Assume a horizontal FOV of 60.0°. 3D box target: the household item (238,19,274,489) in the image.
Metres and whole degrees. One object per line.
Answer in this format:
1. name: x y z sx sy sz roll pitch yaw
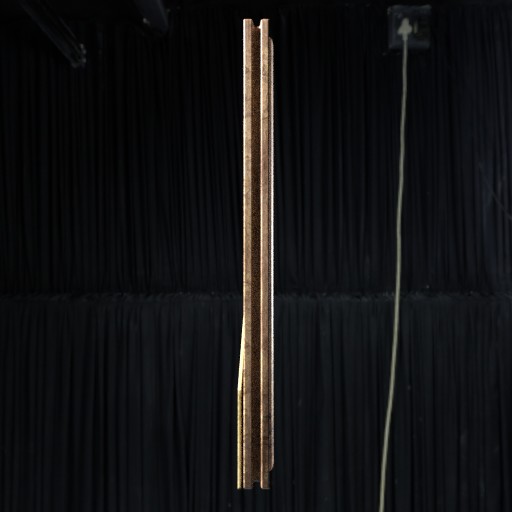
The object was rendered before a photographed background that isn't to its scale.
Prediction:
1. household item: 0.000 0.000 0.316 0.018 0.237 0.186 0 -2 0
